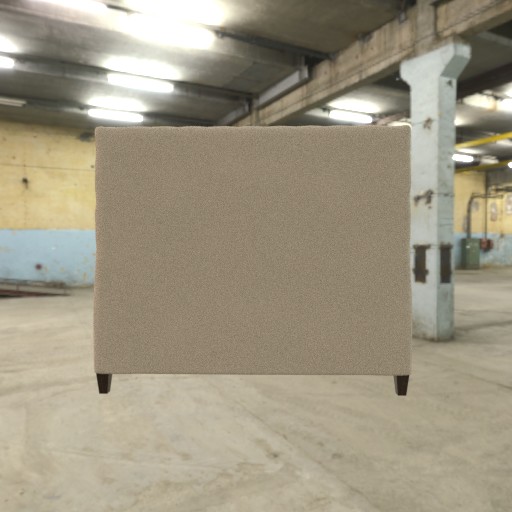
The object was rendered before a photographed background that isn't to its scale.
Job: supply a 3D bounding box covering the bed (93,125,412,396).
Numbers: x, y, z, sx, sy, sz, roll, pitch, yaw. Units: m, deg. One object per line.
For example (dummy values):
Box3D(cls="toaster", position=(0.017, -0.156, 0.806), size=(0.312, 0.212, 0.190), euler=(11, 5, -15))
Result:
Box3D(cls="bed", position=(0.000, 0.000, 3.502), size=(1.698, 1.427, 2.387), euler=(0, 1, 1))
